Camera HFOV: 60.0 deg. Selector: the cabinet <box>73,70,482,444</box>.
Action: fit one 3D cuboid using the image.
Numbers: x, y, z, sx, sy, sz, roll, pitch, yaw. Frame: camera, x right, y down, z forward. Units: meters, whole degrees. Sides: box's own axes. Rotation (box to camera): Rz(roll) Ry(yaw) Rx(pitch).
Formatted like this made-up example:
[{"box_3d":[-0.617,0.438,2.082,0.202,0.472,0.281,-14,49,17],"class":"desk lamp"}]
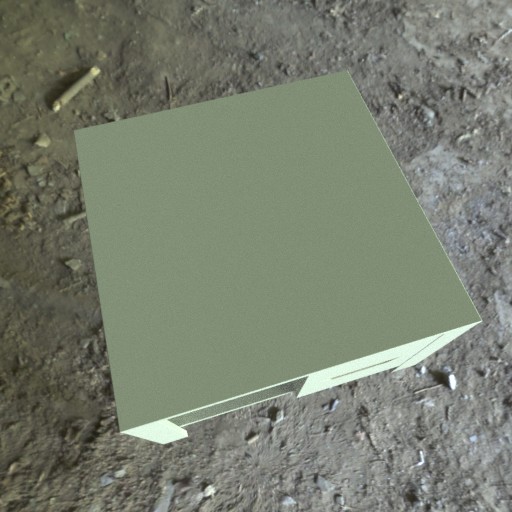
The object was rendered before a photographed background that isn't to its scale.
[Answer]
[{"box_3d":[0.000,0.000,1.296,0.800,0.460,0.800,-15,65,-7],"class":"cabinet"}]
